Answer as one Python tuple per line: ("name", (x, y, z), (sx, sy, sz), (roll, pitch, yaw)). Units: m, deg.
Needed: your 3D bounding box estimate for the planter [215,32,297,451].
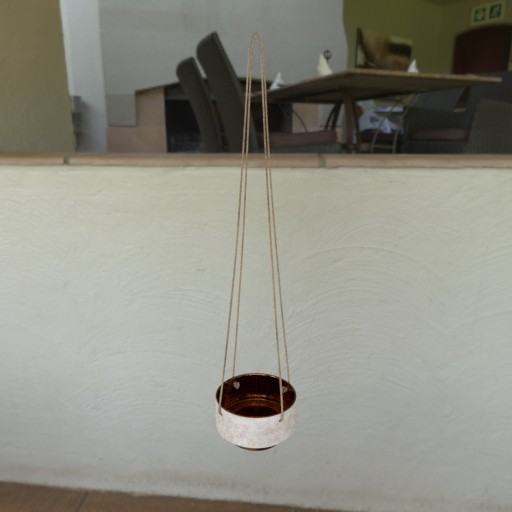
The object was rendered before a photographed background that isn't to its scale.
("planter", (0.000, 0.000, 1.118), (0.223, 1.030, 0.223), (3, 15, 10))
